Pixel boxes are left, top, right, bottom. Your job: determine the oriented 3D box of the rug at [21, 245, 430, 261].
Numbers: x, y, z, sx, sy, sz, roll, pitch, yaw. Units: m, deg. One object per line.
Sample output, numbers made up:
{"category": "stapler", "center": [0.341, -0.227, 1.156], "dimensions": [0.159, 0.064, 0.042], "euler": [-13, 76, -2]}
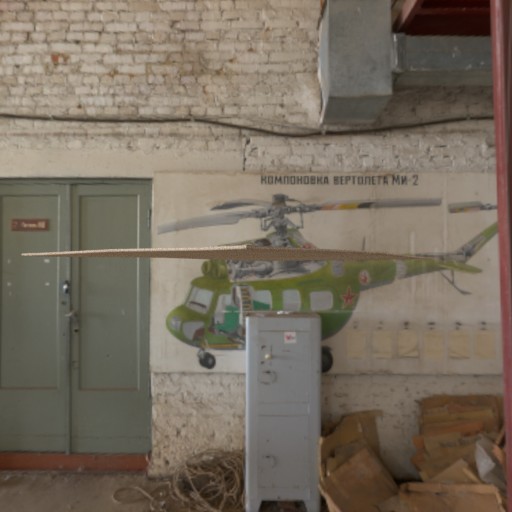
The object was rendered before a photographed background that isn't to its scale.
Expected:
{"category": "rug", "center": [0.000, 0.000, 3.692], "dimensions": [2.032, 0.038, 2.869], "euler": [-1, -2, 37]}
